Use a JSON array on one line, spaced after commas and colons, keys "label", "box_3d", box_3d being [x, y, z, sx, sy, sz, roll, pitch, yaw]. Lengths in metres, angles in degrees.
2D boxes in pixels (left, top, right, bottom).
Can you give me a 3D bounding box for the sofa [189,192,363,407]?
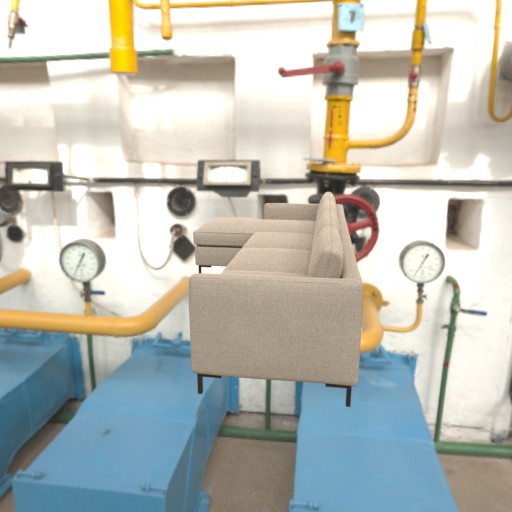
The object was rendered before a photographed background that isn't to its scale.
[{"label": "sofa", "box_3d": [0.000, 0.000, 3.605, 1.469, 0.816, 2.923, 2, 14, 9]}]
